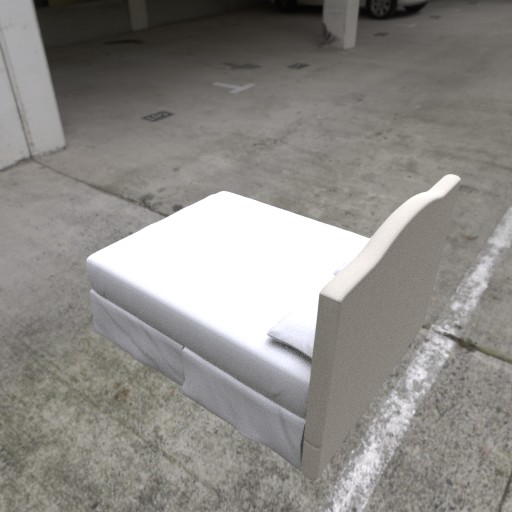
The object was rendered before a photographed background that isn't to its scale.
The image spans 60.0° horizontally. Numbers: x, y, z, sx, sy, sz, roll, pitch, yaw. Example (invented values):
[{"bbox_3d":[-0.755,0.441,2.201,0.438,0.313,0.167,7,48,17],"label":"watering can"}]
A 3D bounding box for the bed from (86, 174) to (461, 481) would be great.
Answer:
[{"bbox_3d":[0.000,0.000,3.296,2.196,1.449,1.741,22,39,31],"label":"bed"}]
